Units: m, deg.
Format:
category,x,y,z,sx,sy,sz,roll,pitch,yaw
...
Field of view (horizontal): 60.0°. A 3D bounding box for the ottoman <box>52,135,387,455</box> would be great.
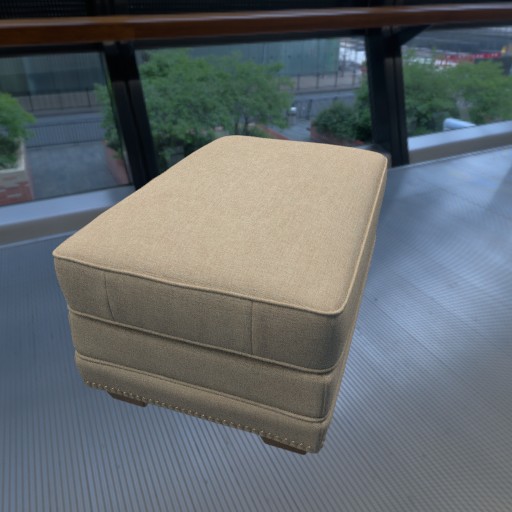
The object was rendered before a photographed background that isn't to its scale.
category,x,y,z,sx,sy,sz,roll,pitch,yaw
ottoman,0.000,0.000,1.127,0.559,0.458,0.813,10,31,17
